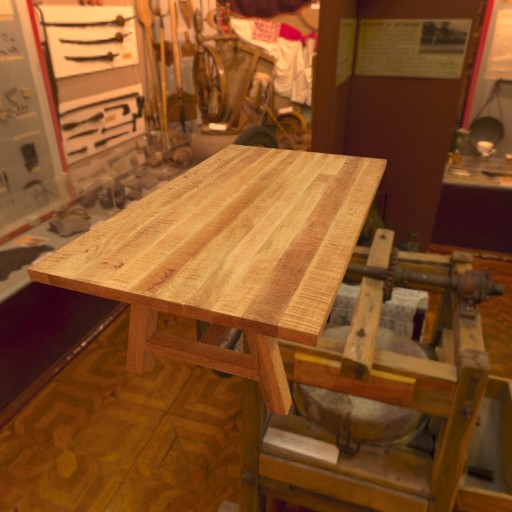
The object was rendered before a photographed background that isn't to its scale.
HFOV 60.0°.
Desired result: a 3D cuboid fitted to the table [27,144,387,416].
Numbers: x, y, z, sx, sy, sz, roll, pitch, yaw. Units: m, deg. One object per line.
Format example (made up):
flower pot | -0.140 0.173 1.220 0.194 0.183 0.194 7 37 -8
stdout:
table | 0.000 0.000 1.670 0.760 0.455 1.320 10 30 18
